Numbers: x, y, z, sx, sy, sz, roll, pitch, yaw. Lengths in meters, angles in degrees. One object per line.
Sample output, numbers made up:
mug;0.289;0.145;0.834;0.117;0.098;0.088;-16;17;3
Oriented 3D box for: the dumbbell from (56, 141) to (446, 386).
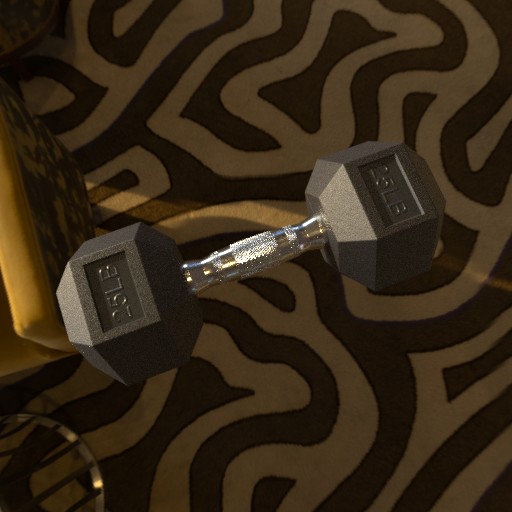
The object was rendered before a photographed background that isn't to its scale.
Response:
dumbbell;0.000;0.000;0.383;0.315;0.113;0.129;-20;78;-5
